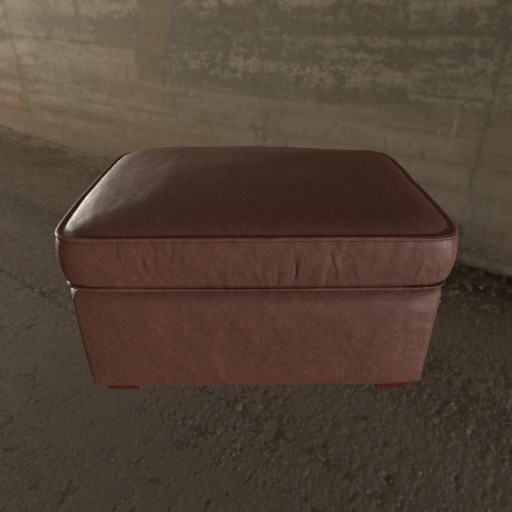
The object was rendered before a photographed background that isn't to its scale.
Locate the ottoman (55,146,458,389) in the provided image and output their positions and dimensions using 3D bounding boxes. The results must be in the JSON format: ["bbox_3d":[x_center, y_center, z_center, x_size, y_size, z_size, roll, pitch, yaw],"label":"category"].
[{"bbox_3d":[0.000,0.000,1.088,0.749,0.449,0.548,0,29,-1],"label":"ottoman"}]
